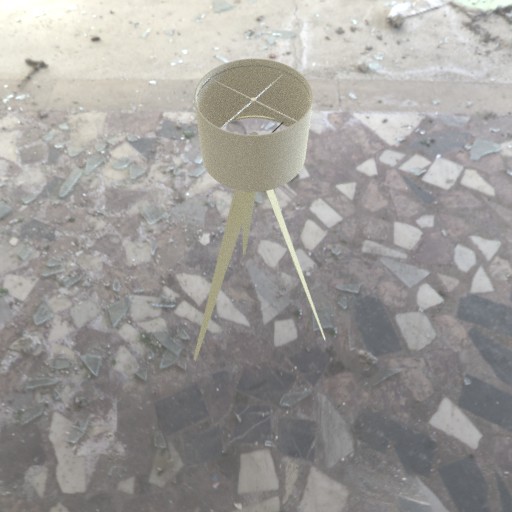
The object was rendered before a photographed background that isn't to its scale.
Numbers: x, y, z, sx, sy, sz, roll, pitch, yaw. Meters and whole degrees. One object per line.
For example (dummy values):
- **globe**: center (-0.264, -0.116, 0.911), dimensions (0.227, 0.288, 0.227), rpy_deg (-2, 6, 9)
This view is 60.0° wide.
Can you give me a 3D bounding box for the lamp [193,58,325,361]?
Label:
- **lamp**: center (0.000, 0.000, 1.897), dimensions (0.724, 1.524, 0.716), rpy_deg (33, 63, 19)
